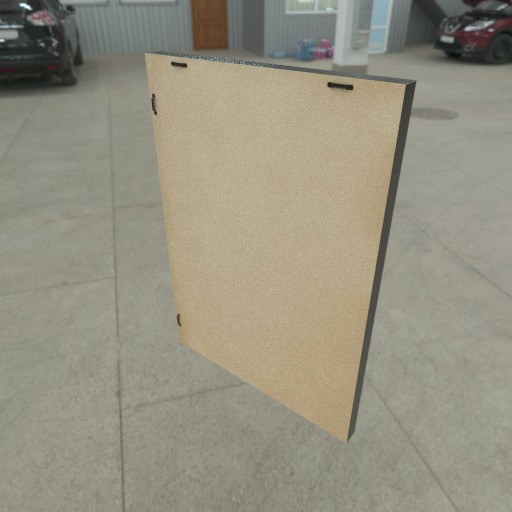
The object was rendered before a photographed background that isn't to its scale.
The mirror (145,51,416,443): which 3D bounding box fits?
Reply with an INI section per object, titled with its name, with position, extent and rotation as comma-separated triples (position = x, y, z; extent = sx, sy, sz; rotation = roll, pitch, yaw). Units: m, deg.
[mirror]
position = 0.000, 0.000, 0.887
extent = 0.507, 0.710, 0.040
rotation = 22, 38, 32
